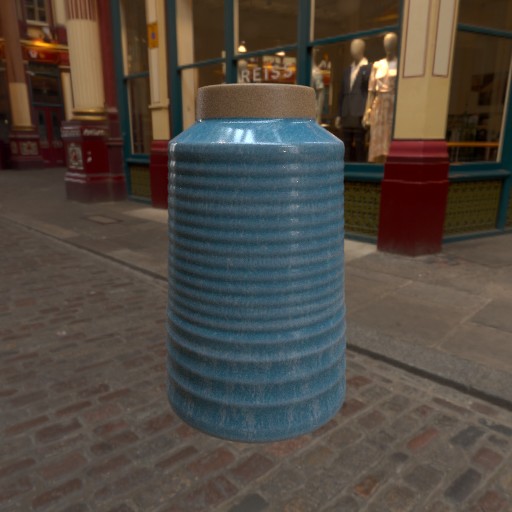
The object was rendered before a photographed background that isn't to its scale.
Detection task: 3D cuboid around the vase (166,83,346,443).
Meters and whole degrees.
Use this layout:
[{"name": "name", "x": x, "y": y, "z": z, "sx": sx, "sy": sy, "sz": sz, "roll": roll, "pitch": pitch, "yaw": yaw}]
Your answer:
[{"name": "vase", "x": 0.000, "y": 0.000, "z": 0.378, "sx": 0.163, "sy": 0.267, "sz": 0.163, "roll": 0, "pitch": 16, "yaw": 0}]
